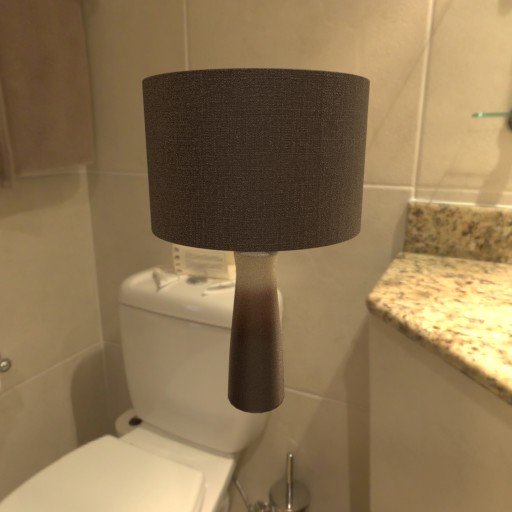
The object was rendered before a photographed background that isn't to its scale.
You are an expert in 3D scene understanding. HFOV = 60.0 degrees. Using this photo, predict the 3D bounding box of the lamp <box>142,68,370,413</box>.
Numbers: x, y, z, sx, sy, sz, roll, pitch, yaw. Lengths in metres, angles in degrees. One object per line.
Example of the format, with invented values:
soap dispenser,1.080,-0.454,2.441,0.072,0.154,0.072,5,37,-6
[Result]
lamp,0.000,0.000,0.671,0.303,0.488,0.303,0,15,0
